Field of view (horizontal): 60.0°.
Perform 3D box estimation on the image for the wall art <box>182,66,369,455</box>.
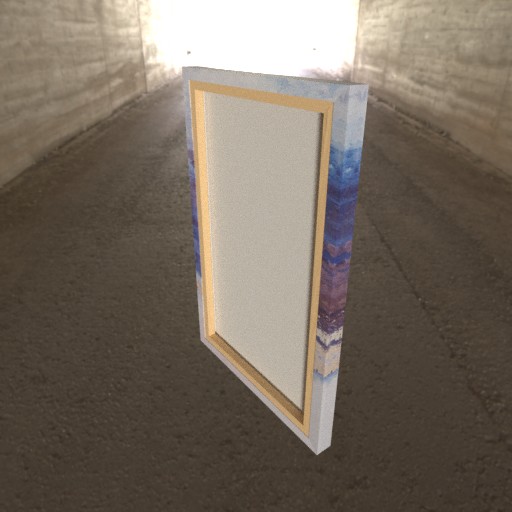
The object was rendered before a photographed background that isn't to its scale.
[{"bbox_3d":[0.000,0.000,1.145,0.048,0.874,0.583,-18,32,-32],"label":"wall art"}]
